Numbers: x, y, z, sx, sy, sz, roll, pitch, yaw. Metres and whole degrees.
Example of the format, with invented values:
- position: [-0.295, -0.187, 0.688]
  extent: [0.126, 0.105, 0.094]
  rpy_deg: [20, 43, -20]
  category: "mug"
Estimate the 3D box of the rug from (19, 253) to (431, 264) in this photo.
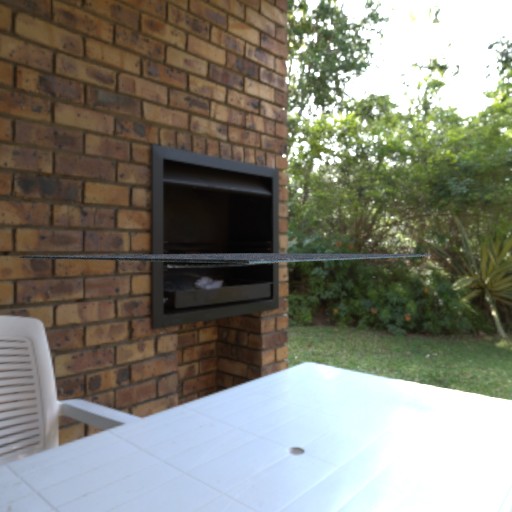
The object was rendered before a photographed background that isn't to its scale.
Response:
- position: [0.000, 0.000, 2.826]
  extent: [1.567, 0.014, 2.207]
  rpy_deg: [1, 1, 36]
  category: "rug"
